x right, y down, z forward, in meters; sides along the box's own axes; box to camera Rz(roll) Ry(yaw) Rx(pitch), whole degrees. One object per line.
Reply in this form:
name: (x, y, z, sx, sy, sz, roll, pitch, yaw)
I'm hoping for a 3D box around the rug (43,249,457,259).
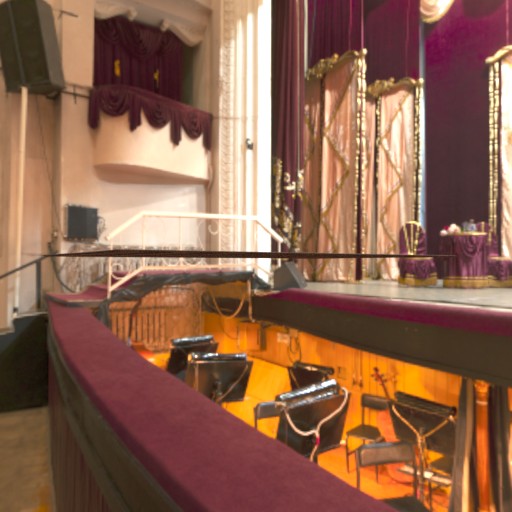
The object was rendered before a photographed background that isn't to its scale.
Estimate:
rug: (0.000, 0.000, 3.107, 2.476, 0.011, 1.554, 1, -1, -36)
